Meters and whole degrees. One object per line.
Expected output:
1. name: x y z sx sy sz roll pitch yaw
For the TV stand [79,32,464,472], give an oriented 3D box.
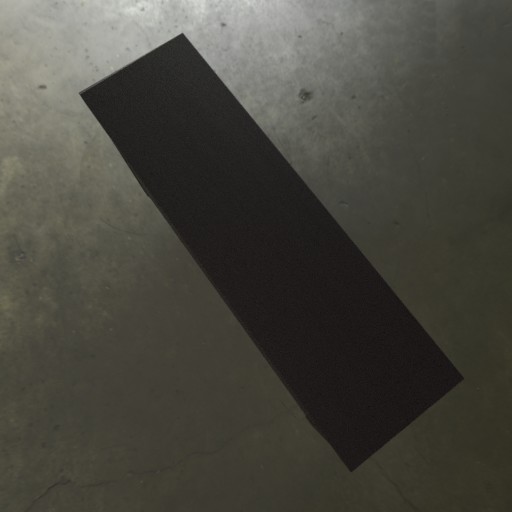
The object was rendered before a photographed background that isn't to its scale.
1. TV stand: 0.000 0.000 1.464 0.347 0.681 1.198 -35 79 -8
